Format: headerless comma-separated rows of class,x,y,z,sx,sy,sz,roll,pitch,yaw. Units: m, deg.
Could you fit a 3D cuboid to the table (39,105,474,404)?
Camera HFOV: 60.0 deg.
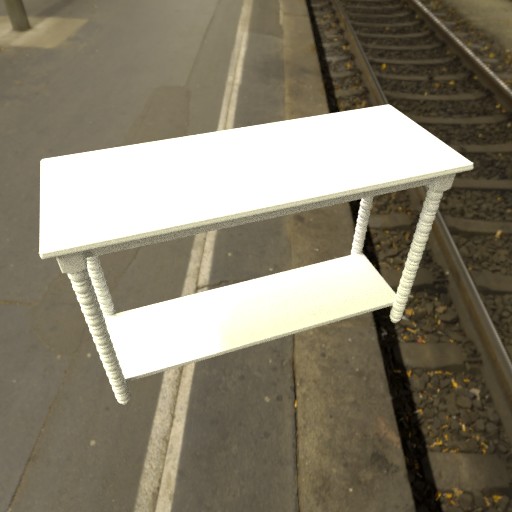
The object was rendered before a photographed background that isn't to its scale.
table,0.000,0.000,1.533,1.184,0.740,0.459,-13,43,-14
